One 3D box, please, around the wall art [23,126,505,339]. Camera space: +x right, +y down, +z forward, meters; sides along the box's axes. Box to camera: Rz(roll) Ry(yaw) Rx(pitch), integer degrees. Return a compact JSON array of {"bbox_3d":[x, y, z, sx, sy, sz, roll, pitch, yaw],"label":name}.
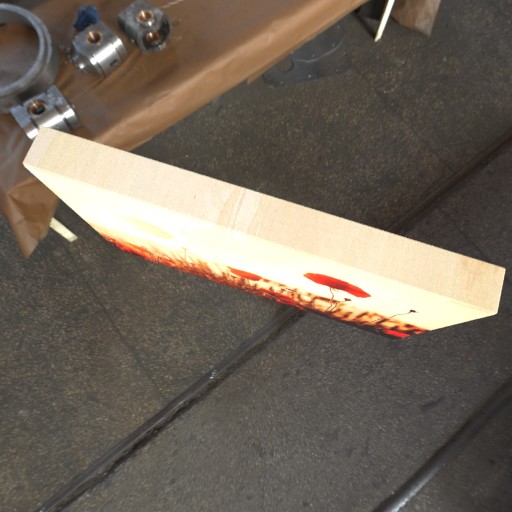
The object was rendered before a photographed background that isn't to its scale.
[{"bbox_3d":[0.000,0.000,0.464,0.383,0.251,0.037,18,76,5],"label":"wall art"}]
